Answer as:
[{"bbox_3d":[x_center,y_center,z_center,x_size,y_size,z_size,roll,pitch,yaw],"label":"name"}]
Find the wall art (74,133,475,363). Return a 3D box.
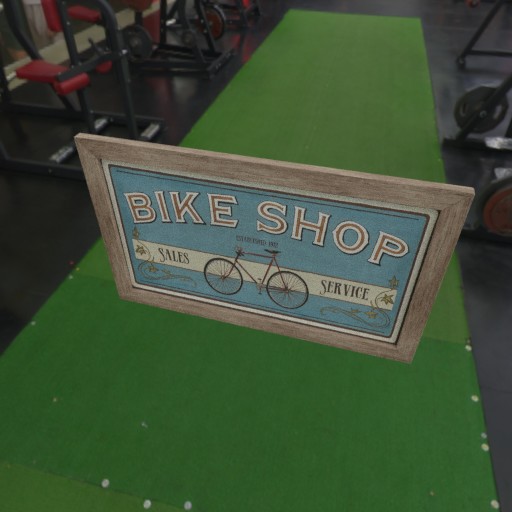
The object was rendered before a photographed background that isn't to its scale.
[{"bbox_3d":[0.000,0.000,0.998,0.780,0.480,0.021,11,42,12],"label":"wall art"}]
